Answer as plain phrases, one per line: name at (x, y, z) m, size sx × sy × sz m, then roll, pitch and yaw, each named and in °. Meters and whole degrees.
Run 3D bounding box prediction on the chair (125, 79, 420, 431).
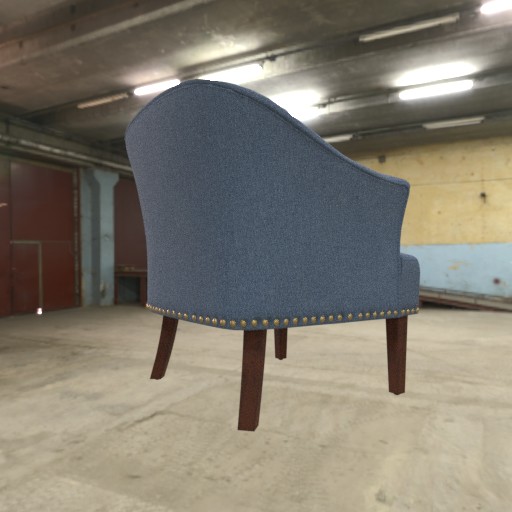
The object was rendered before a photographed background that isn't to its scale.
chair at (0.000, 0.000, 1.371) m, size 0.704 × 0.815 × 0.772 m, roll 0°, pitch -1°, yaw -34°
